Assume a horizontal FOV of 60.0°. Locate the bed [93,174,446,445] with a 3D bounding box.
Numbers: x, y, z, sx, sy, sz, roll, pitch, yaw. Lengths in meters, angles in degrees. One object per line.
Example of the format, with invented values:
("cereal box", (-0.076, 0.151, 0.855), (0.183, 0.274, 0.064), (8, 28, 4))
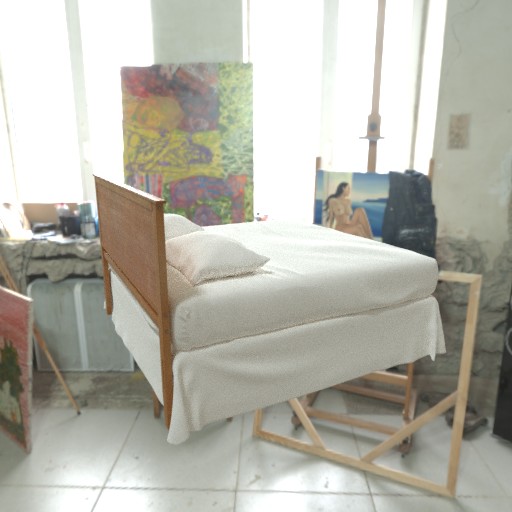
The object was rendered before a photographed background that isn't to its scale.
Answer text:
("bed", (0.000, 0.000, 3.621), (2.215, 1.270, 2.317), (-8, 16, -27))
